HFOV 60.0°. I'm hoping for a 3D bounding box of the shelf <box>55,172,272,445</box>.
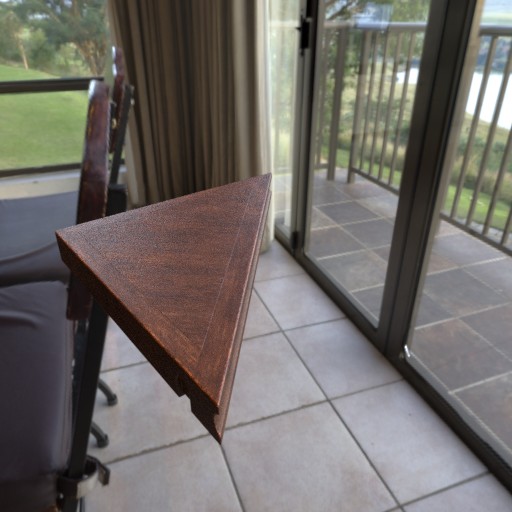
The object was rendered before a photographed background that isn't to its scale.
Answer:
[{"bbox_3d":[0.000,0.000,0.445,0.296,0.035,0.296,-22,36,-33],"label":"shelf"}]
